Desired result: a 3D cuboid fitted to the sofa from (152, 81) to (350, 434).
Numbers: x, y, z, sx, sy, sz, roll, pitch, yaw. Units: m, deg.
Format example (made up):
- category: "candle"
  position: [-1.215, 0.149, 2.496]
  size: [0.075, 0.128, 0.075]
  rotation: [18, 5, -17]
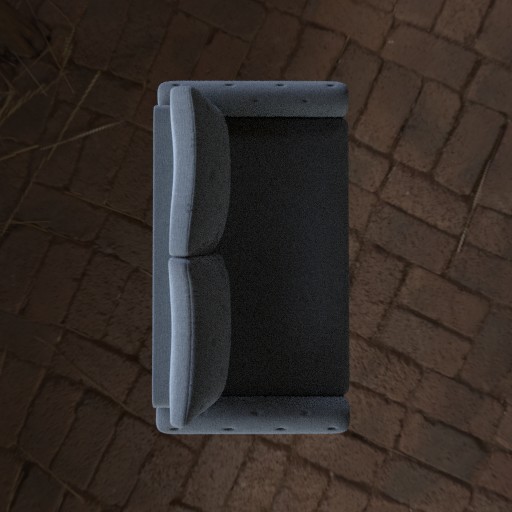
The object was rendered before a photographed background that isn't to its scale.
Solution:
- category: "sofa"
  position: [0.000, 0.000, 2.130]
  size: [0.920, 0.790, 1.650]
  rotation: [0, 89, 0]
